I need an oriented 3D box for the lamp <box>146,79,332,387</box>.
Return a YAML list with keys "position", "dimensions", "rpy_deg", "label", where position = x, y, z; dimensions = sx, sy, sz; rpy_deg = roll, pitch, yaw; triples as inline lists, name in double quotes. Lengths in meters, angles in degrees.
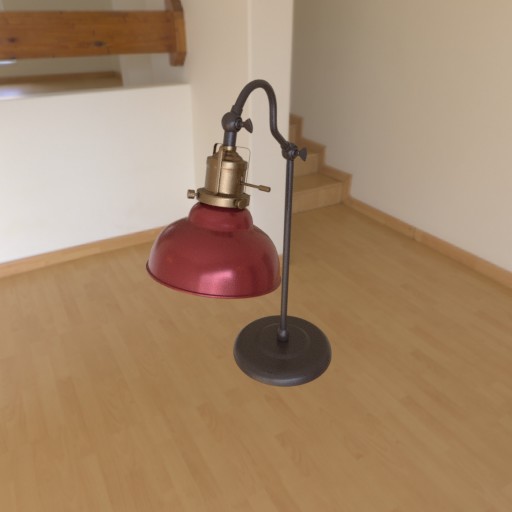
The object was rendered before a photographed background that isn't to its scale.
- position: [0.000, 0.000, 0.682]
  dimensions: [0.192, 0.508, 0.374]
  rpy_deg: [18, 34, 30]
  label: "lamp"
